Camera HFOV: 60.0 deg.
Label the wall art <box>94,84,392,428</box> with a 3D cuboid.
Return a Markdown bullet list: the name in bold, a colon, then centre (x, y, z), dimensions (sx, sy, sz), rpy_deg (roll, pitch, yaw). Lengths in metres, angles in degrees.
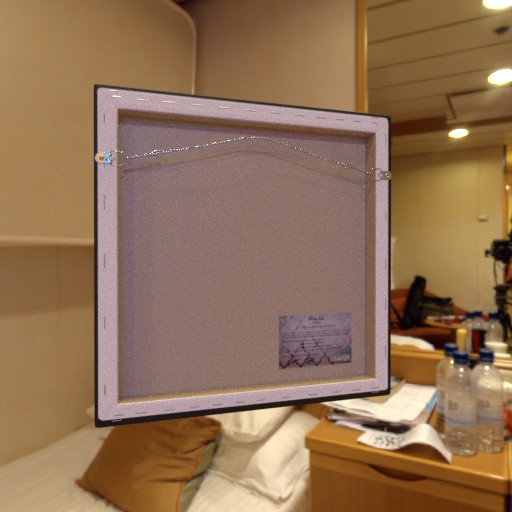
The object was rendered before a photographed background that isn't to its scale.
- **wall art**: centre (0.000, 0.000, 0.890), dimensions (0.610, 0.611, 0.043), rpy_deg (0, 0, -18)
